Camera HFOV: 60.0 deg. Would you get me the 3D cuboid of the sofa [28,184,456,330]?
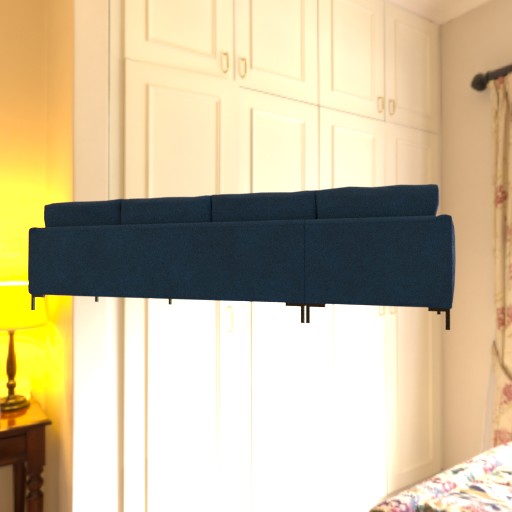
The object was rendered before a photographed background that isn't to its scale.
[{"bbox_3d":[0.000,0.000,3.166,2.486,0.687,1.707,0,-1,19],"label":"sofa"}]
